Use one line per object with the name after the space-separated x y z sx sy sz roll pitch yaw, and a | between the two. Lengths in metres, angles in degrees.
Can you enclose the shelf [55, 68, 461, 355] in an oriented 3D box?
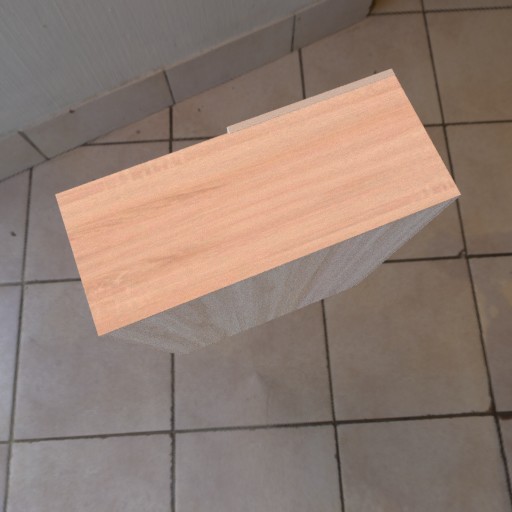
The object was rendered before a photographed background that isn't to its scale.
0.000 0.000 1.851 0.995 1.405 0.434 -21 76 -5 | shelf
